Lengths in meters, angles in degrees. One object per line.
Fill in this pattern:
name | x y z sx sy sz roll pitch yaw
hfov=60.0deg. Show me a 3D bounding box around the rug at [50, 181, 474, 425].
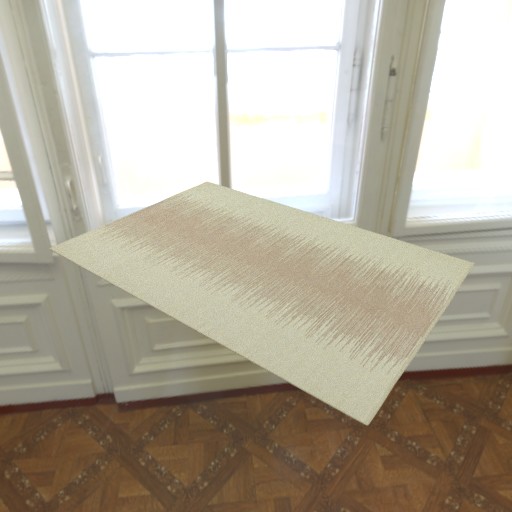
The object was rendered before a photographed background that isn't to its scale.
rug | 0.000 0.000 2.305 1.850 0.006 1.234 22 37 32
